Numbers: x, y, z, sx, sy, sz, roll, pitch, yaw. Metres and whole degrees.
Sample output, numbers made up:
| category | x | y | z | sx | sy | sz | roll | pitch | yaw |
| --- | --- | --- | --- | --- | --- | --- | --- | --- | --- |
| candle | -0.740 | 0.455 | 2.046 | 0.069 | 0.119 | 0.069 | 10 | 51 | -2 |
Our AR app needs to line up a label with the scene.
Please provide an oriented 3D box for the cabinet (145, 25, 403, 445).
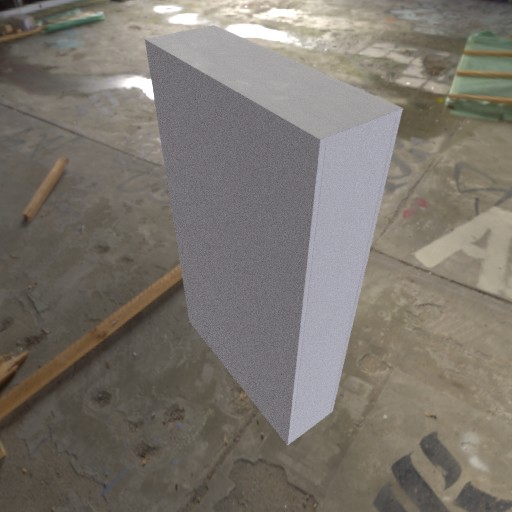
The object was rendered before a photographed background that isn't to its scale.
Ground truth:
| category | x | y | z | sx | sy | sz | roll | pitch | yaw |
| --- | --- | --- | --- | --- | --- | --- | --- | --- | --- |
| cabinet | 0.000 | 0.000 | 1.543 | 0.250 | 1.280 | 0.750 | -26 | 49 | -26 |
